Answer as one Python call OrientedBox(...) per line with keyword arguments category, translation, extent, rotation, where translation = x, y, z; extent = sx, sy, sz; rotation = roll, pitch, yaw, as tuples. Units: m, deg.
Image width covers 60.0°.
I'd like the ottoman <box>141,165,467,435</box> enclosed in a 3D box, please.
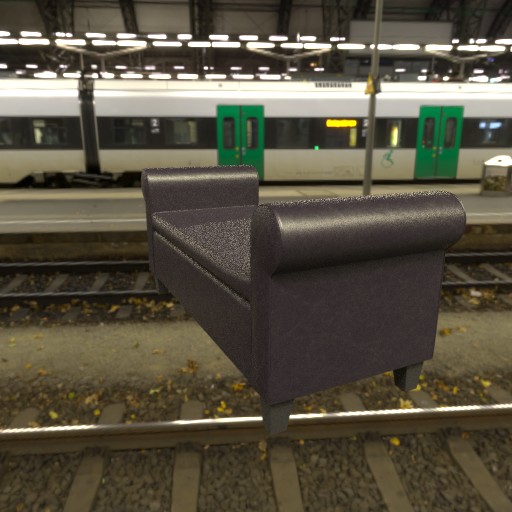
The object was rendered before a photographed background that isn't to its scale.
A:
OrientedBox(category="ottoman", translation=(0.000, 0.000, 1.542), extent=(0.521, 0.547, 1.256), rotation=(-7, 17, -25))
